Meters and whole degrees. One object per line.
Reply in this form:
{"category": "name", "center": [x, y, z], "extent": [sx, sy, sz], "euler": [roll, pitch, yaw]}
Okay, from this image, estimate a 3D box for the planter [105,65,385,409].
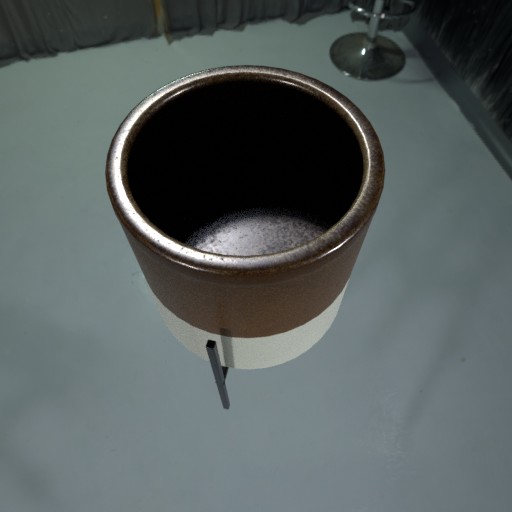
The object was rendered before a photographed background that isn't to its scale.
{"category": "planter", "center": [0.000, 0.000, 0.553], "extent": [0.269, 0.375, 0.255], "euler": [-15, 60, -9]}
